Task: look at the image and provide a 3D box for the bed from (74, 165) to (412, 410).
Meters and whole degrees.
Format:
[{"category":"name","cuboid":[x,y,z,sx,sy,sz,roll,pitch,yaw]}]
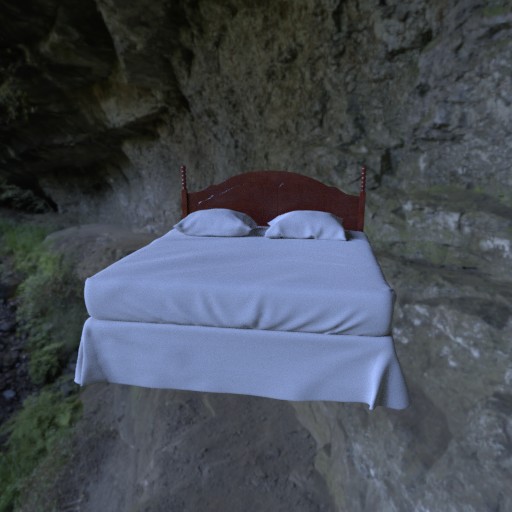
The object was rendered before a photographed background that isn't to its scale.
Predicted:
[{"category":"bed","cuboid":[0.000,0.000,3.677,2.322,1.355,2.219,2,15,8]}]
